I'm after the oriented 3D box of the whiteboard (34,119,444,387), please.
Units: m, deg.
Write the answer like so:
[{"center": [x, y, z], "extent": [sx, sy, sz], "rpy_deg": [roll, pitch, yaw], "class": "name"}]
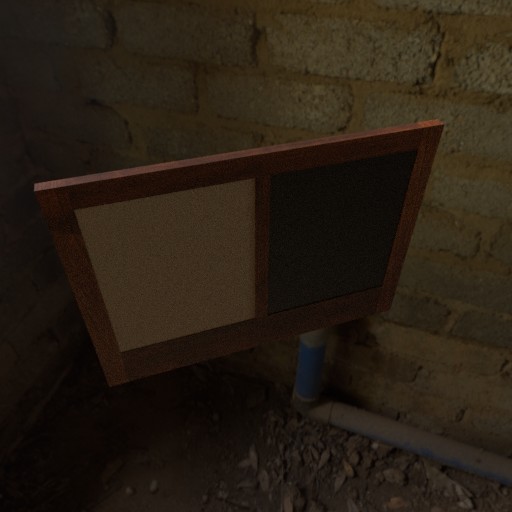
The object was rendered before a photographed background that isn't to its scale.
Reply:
[{"center": [0.000, 0.000, 1.004], "extent": [0.768, 0.553, 0.083], "rpy_deg": [-13, 42, -14], "class": "whiteboard"}]
